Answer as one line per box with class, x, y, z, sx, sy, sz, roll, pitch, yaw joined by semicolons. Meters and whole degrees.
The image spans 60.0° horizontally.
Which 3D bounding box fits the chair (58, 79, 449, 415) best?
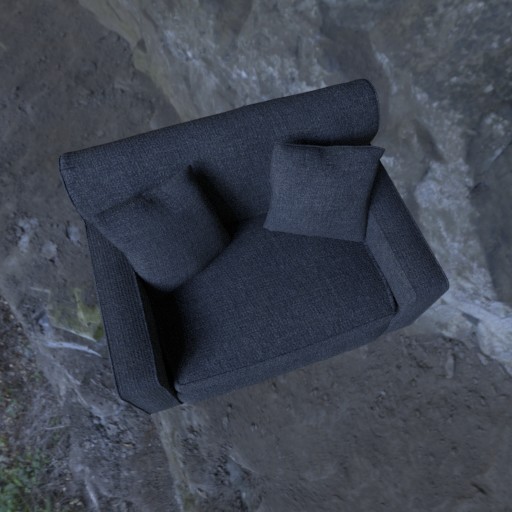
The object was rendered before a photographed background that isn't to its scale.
chair;0.000;0.000;2.038;1.383;0.948;1.000;-17;65;-8
